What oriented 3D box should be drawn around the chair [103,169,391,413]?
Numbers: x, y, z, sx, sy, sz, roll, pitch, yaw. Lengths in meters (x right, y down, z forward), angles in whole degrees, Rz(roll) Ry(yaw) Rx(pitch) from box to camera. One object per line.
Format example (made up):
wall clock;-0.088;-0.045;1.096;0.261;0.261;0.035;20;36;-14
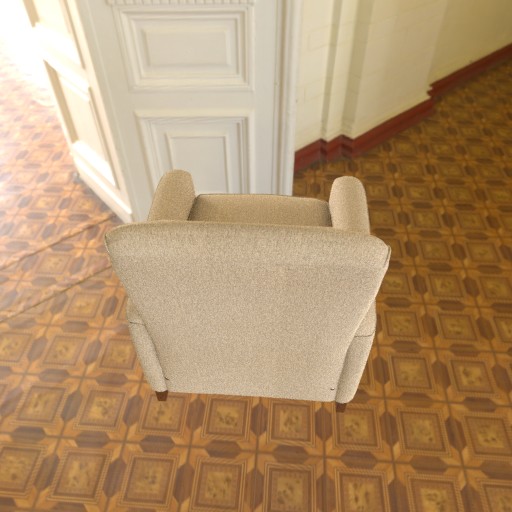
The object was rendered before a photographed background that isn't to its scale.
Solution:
chair;0.000;0.000;1.646;0.848;1.014;0.864;3;46;3
